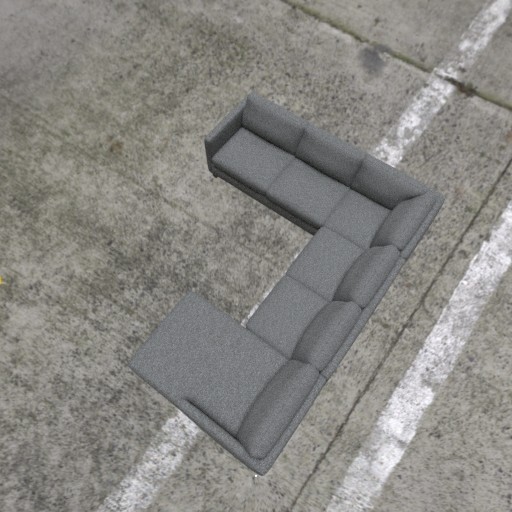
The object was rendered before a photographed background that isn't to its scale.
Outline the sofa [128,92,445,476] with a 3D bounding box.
[{"bbox_3d":[0.000,0.000,4.548,2.551,0.853,3.238,33,68,15],"label":"sofa"}]
